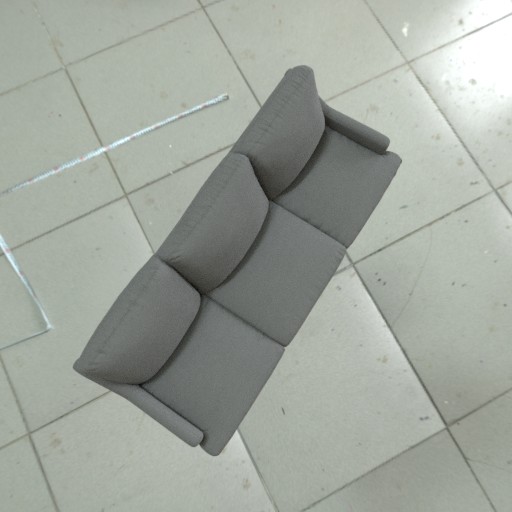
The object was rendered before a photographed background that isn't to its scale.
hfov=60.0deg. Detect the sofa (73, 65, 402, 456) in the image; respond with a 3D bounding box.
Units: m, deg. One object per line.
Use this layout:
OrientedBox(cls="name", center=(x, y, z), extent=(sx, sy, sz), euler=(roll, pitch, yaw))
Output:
OrientedBox(cls="sofa", center=(0.000, 0.000, 2.884), extent=(0.987, 0.926, 2.344), euler=(32, 79, 7))
